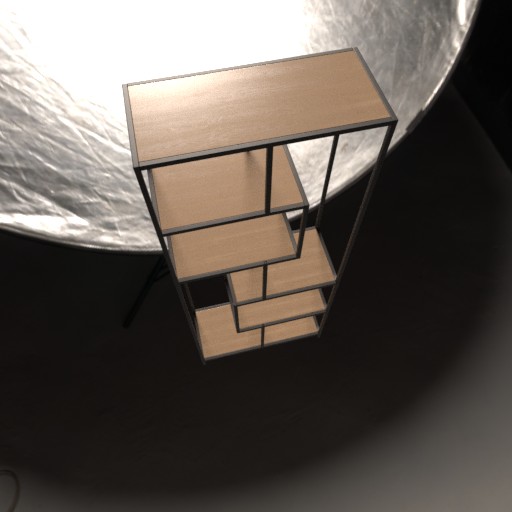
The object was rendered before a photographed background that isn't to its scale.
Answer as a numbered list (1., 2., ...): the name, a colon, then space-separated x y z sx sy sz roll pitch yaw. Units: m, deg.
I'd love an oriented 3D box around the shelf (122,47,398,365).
1. shelf: 0.000 0.000 2.128 0.770 1.850 0.350 -12 61 -7
